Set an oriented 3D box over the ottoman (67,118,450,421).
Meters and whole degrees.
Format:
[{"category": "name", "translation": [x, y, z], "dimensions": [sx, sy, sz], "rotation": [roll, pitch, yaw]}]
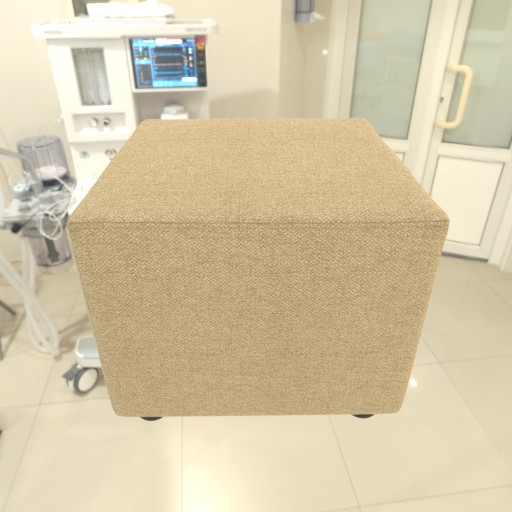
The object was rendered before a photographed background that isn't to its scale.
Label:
[{"category": "ottoman", "translation": [0.000, 0.000, 0.870], "dimensions": [0.508, 0.432, 0.508], "rotation": [0, 31, -1]}]
